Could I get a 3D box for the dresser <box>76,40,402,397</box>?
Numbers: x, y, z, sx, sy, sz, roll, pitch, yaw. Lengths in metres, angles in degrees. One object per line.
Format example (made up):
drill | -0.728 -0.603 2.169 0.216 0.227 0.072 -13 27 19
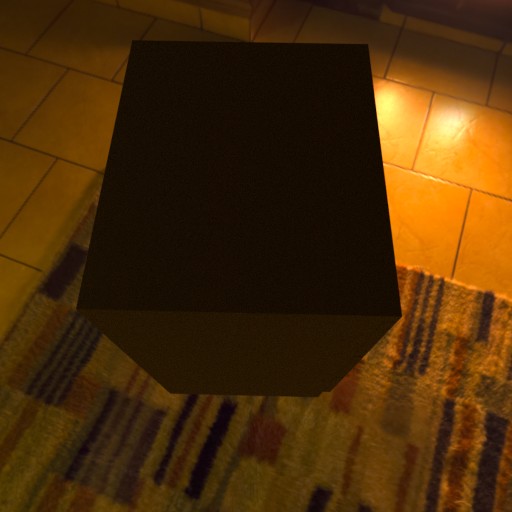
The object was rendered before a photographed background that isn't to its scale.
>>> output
dresser | 0.000 0.000 0.791 0.360 0.560 0.400 1 64 1
